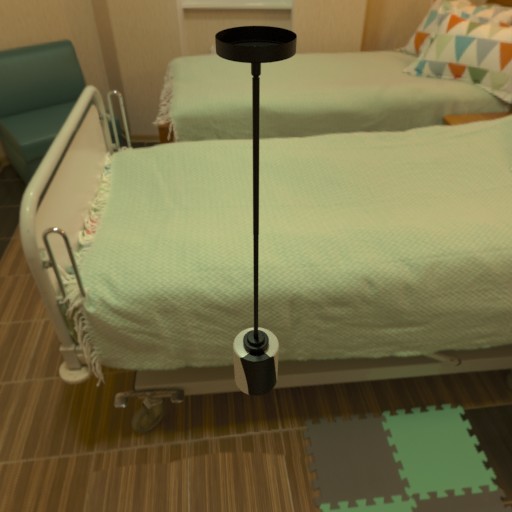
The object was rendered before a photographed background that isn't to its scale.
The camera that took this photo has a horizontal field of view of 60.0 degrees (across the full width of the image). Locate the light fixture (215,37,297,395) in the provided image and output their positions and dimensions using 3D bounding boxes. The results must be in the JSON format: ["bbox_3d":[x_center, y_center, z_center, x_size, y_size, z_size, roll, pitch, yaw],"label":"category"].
[{"bbox_3d":[0.000,0.000,0.944,0.123,0.863,0.123,-25,45,-27],"label":"light fixture"}]
